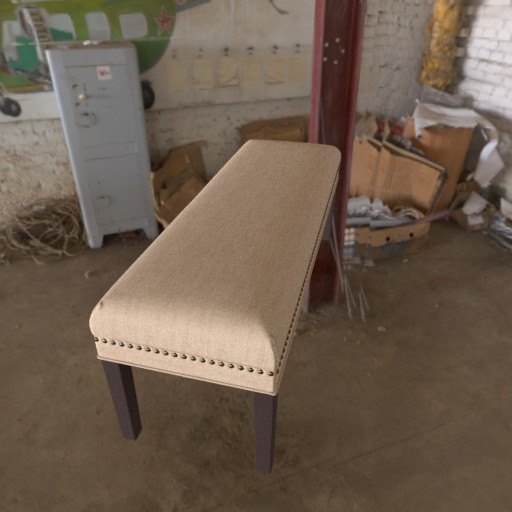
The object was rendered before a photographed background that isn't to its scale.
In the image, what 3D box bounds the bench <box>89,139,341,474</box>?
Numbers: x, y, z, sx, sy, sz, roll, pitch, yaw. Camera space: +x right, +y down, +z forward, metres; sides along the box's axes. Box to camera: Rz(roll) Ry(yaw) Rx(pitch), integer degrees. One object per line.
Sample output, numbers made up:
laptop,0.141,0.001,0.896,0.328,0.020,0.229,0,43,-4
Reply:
bench,0.000,0.000,1.470,0.410,0.457,1.219,8,33,13
